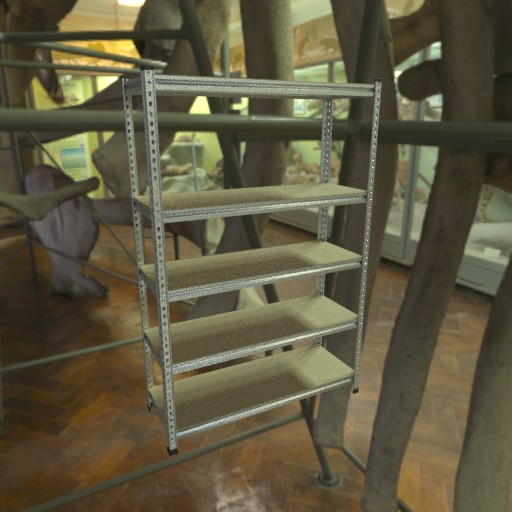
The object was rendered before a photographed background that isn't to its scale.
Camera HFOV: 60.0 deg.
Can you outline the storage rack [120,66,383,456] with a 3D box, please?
[{"bbox_3d":[0.000,0.000,2.438,1.219,1.829,0.457,-8,19,-26],"label":"storage rack"}]
